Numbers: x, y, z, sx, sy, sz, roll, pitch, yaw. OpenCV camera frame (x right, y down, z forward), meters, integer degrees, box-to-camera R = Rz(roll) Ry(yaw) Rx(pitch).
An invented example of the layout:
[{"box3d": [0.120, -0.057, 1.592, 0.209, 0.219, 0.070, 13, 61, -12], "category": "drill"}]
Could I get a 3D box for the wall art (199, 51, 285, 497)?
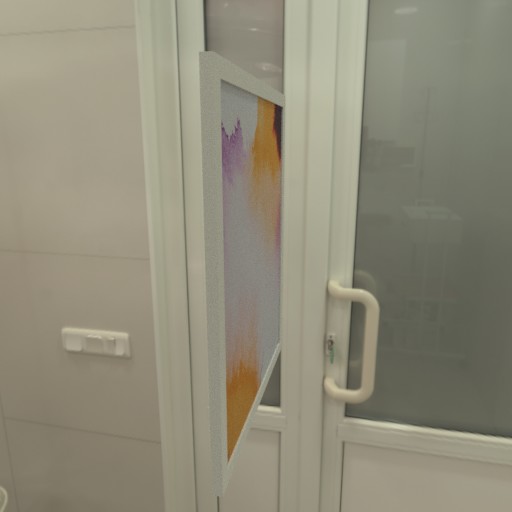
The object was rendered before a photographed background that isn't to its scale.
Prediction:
[{"box3d": [0.000, 0.000, 0.616, 0.013, 0.456, 0.382, 3, 15, 13], "category": "wall art"}]
